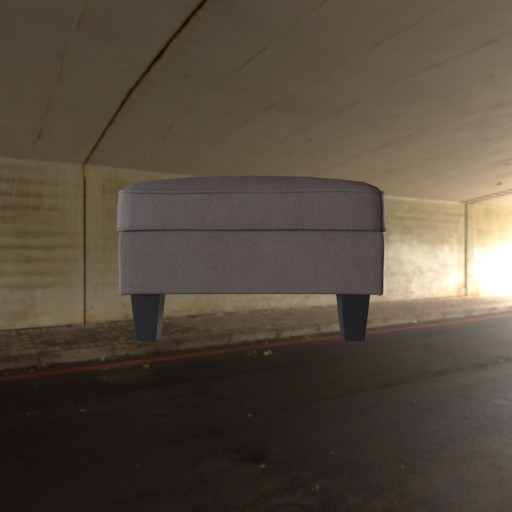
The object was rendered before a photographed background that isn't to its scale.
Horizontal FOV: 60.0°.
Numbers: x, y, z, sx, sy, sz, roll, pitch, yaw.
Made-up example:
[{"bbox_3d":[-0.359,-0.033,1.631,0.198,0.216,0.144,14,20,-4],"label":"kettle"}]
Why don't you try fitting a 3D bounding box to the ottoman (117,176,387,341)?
[{"bbox_3d":[0.000,0.000,2.014,0.751,0.470,1.764,0,0,0],"label":"ottoman"}]
